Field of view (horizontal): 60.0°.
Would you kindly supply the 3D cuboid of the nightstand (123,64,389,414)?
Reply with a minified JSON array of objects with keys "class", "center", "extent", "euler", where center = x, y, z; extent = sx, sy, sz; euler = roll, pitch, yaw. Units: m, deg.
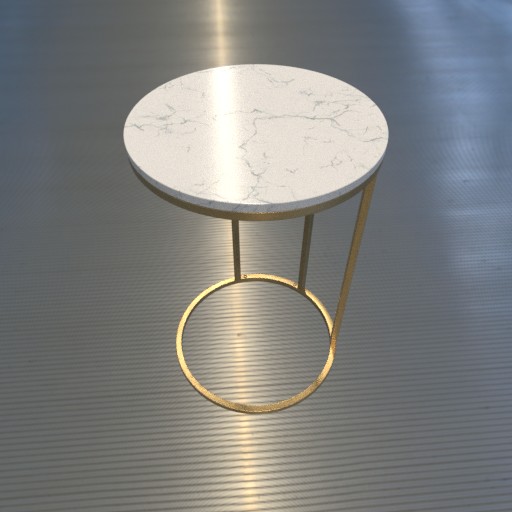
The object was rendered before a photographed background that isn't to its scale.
[{"class":"nightstand","center":[0.000,0.000,0.904],"extent":[0.400,0.610,0.400],"euler":[31,54,26]}]
